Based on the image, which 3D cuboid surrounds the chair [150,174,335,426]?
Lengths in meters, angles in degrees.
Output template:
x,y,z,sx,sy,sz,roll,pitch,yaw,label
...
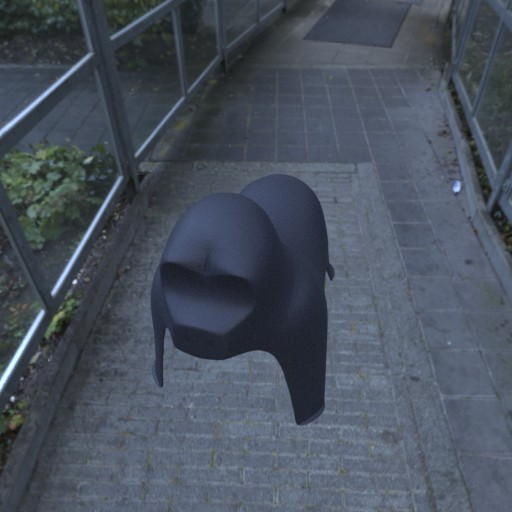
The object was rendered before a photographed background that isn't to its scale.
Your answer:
x,y,z,sx,sy,sz,roll,pitch,yaw,label
0.000,0.000,1.153,0.490,0.600,0.758,11,43,12,chair
